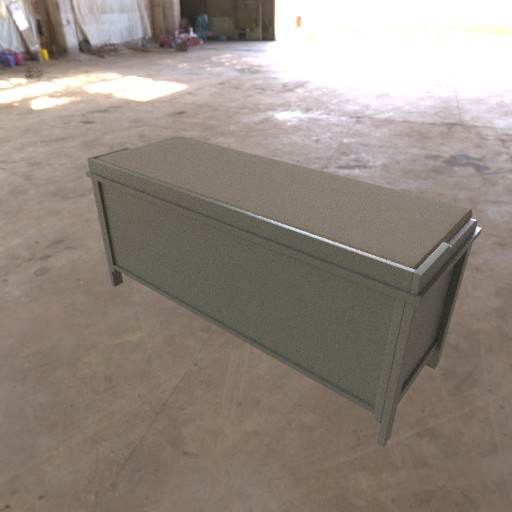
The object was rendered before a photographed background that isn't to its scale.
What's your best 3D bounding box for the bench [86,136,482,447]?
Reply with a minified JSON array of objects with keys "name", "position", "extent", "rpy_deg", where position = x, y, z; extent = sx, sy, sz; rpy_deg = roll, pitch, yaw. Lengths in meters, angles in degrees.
[{"name":"bench","position":[0.000,0.000,1.393],"extent":[1.140,0.501,0.398],"rpy_deg":[22,37,33]}]
